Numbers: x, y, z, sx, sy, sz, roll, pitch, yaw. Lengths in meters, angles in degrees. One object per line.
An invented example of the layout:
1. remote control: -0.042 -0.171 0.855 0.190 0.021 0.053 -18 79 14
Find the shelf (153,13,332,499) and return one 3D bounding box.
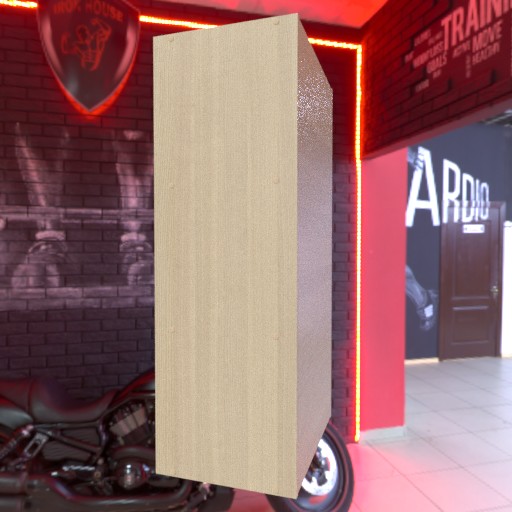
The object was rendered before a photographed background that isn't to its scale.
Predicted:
1. shelf: 0.000 0.000 1.041 0.292 0.876 0.417 0 2 18
